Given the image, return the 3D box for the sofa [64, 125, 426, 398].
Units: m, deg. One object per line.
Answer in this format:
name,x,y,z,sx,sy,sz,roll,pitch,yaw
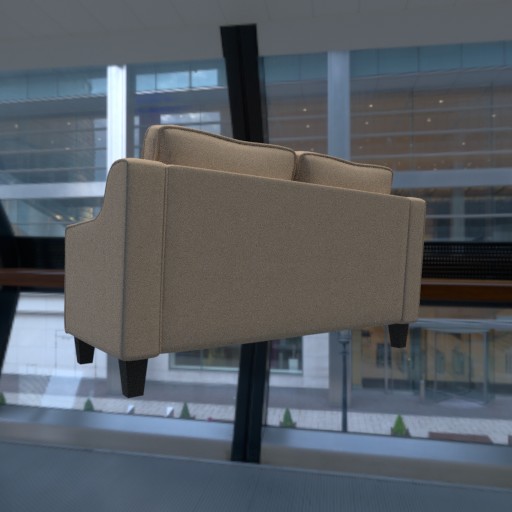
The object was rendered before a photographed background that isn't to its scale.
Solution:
sofa,0.000,0.000,3.517,2.587,1.562,1.351,1,-1,-36
